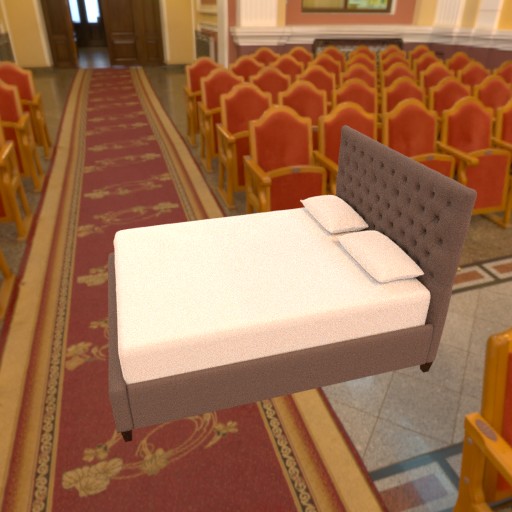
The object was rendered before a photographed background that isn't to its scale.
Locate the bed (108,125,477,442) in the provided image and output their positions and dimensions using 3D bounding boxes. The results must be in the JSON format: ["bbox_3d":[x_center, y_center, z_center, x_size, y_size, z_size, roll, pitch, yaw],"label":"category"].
[{"bbox_3d":[0.000,0.000,3.337,2.233,1.426,1.696,-8,31,-14],"label":"bed"}]
